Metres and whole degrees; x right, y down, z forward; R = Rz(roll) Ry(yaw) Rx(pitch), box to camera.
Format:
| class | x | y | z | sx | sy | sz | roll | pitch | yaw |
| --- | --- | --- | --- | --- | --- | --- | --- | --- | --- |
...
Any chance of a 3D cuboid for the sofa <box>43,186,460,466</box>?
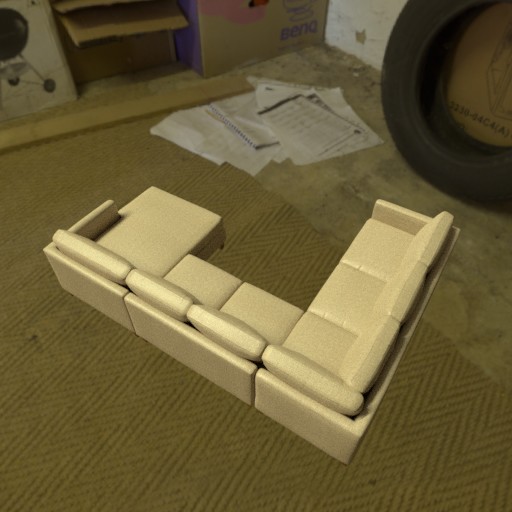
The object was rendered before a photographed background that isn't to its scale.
| class | x | y | z | sx | sy | sz | roll | pitch | yaw |
| --- | --- | --- | --- | --- | --- | --- | --- | --- | --- |
| sofa | 0.000 | 0.000 | 4.687 | 3.460 | 0.961 | 2.594 | 25 | 52 | 21 |
